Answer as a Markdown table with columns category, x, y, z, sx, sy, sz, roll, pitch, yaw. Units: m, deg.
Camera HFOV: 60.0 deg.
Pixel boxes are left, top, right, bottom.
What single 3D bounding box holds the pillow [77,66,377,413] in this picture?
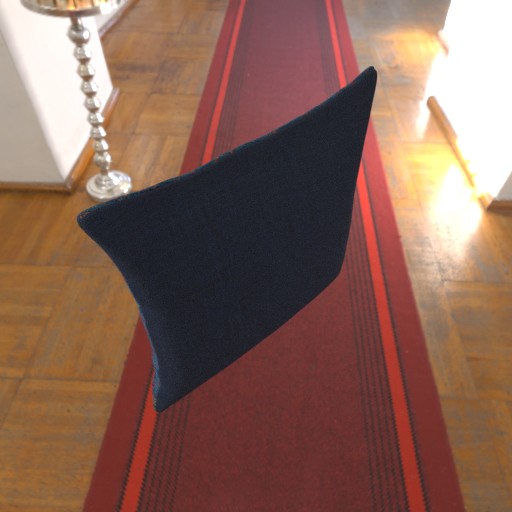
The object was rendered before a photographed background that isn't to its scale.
| category | x | y | z | sx | sy | sz | roll | pitch | yaw |
| --- | --- | --- | --- | --- | --- | --- | --- | --- | --- |
| pillow | 0.000 | 0.000 | 0.646 | 0.431 | 0.431 | 0.141 | -34 | 56 | -27 |
